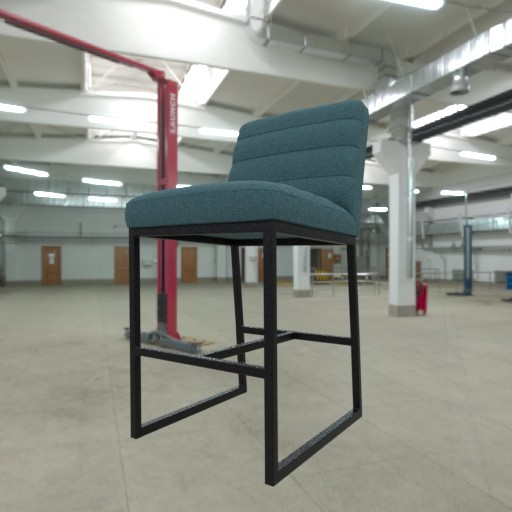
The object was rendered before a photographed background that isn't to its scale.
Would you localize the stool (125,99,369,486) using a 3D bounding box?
[{"bbox_3d":[0.000,0.000,1.234,0.460,0.940,0.560,0,0,35],"label":"stool"}]
